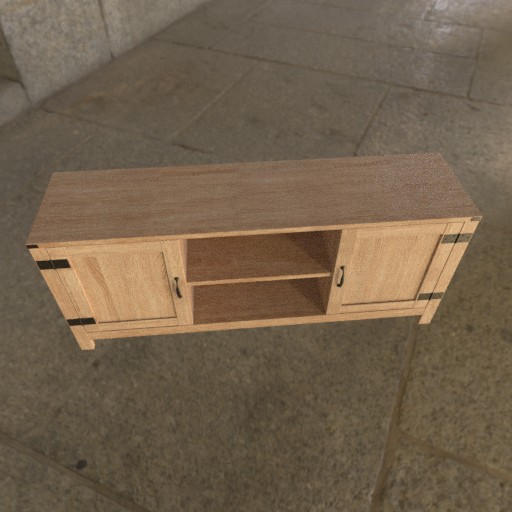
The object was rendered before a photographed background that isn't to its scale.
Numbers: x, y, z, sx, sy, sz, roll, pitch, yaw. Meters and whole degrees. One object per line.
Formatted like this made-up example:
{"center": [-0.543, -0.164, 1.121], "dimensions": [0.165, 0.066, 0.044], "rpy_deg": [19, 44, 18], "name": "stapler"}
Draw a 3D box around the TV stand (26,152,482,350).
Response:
{"center": [0.000, 0.000, 1.755], "dimensions": [1.466, 0.610, 0.398], "rpy_deg": [-4, 46, -4], "name": "TV stand"}
